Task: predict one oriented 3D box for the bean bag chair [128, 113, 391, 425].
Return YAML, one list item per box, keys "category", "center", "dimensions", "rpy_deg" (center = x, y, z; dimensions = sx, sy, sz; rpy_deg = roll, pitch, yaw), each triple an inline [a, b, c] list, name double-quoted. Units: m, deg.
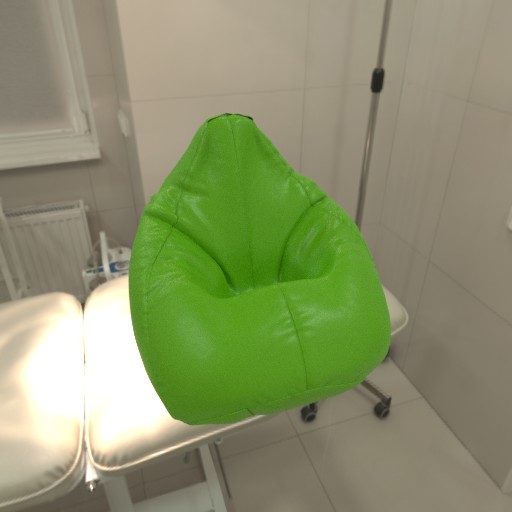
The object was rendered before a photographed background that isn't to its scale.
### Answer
- category: "bean bag chair"
  center: [0.000, 0.000, 1.836]
  dimensions: [1.070, 0.990, 1.070]
  rpy_deg: [-10, 33, -16]
